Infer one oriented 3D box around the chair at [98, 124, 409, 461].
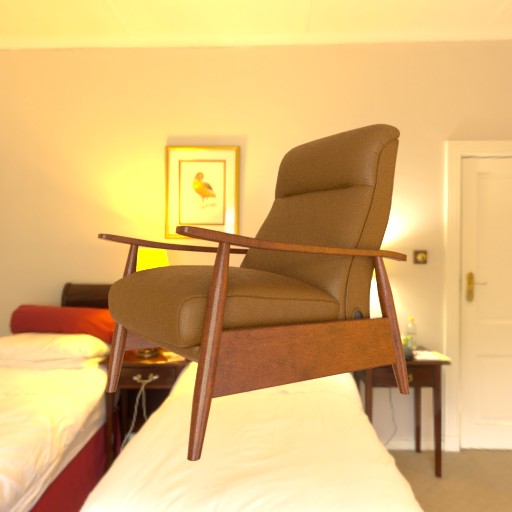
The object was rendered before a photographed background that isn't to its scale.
[{"bbox_3d":[0.000,0.000,1.751,1.014,1.082,0.762,-1,1,-36],"label":"chair"}]
